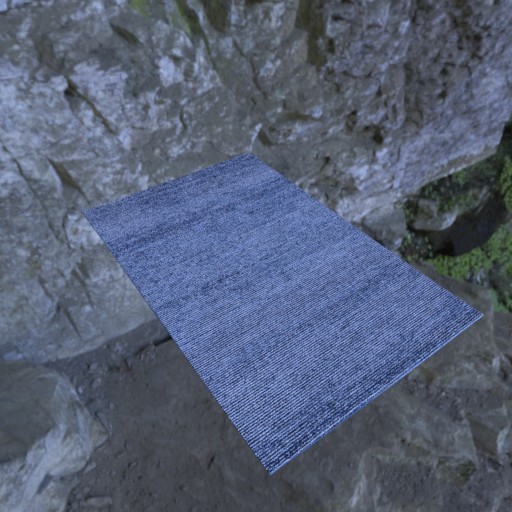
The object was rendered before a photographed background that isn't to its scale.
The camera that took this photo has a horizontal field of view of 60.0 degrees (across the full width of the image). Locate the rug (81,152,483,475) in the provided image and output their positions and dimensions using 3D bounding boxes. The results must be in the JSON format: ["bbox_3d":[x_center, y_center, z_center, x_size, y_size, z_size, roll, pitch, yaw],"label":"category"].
[{"bbox_3d":[0.000,0.000,2.155,1.135,0.010,1.740,-25,47,-26],"label":"rug"}]
